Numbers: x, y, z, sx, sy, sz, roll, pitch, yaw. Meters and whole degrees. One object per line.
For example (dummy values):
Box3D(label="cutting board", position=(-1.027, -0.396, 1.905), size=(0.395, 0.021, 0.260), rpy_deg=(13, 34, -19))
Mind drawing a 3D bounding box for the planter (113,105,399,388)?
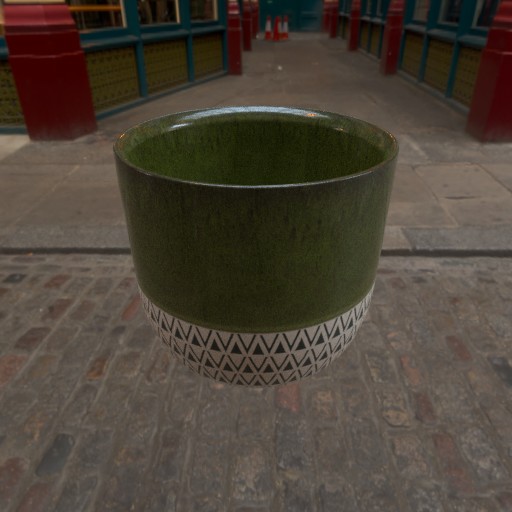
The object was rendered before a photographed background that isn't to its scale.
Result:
Box3D(label="planter", position=(0.000, 0.000, 0.495), size=(0.266, 0.270, 0.266), rpy_deg=(0, 31, 0))
